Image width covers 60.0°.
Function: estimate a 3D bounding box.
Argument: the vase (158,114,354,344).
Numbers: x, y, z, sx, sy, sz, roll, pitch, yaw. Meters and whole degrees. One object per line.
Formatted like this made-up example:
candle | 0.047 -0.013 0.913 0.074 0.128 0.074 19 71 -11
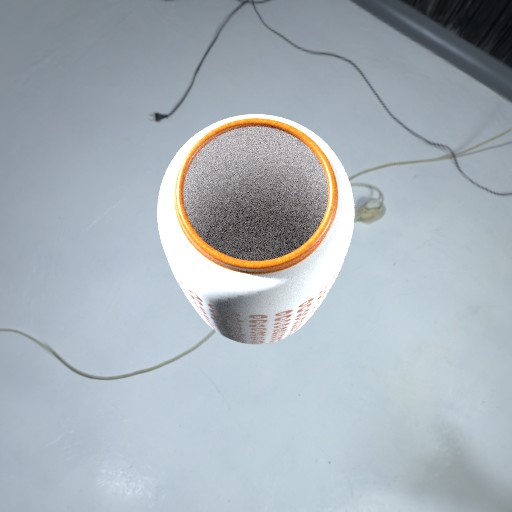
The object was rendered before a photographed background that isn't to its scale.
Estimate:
vase | 0.000 0.000 0.361 0.133 0.282 0.133 0 76 0
